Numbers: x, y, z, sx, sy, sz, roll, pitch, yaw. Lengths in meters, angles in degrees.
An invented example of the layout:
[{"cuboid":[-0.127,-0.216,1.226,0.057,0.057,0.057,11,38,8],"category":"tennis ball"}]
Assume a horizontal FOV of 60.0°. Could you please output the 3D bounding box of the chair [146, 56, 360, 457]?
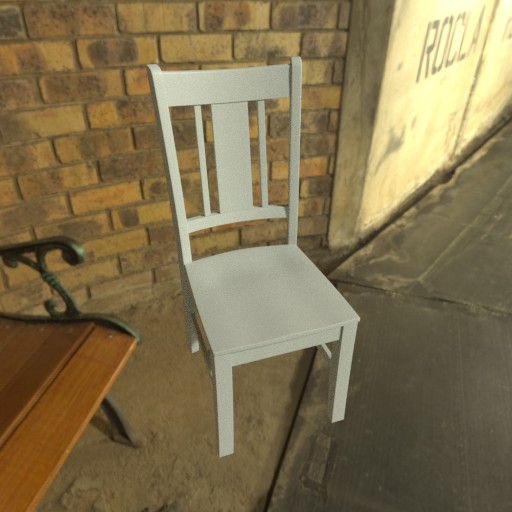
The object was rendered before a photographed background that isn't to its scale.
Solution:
[{"cuboid":[0.000,0.000,1.309,0.450,0.998,0.555,-10,34,-16],"category":"chair"}]
